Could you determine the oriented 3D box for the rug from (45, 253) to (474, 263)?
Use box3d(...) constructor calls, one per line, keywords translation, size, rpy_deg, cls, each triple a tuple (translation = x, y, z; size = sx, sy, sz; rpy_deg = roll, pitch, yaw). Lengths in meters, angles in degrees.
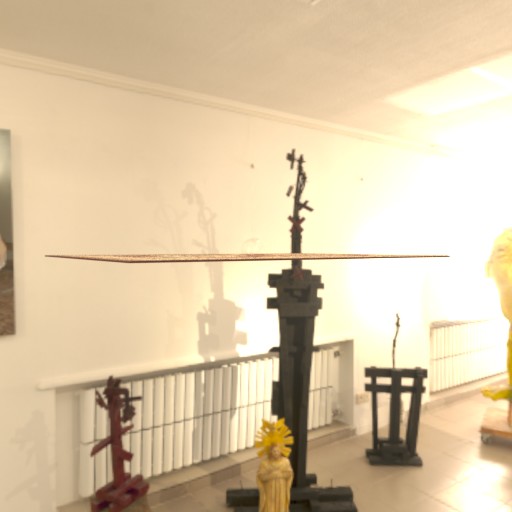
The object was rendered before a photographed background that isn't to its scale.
box3d(translation=(0.000, 0.000, 4.116), size=(3.197, 0.013, 2.381), rpy_deg=(-1, 1, -35), cls="rug")
